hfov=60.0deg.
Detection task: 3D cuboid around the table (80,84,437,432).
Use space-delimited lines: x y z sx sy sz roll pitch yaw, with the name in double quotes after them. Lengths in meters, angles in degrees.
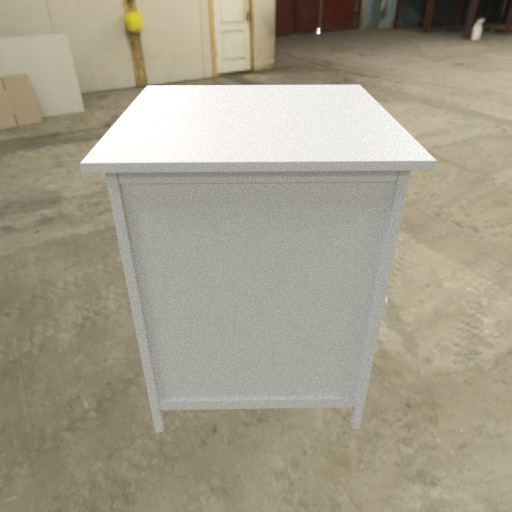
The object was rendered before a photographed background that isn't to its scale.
0.000 0.000 0.762 0.381 0.483 0.381 -1 33 -1 "table"
